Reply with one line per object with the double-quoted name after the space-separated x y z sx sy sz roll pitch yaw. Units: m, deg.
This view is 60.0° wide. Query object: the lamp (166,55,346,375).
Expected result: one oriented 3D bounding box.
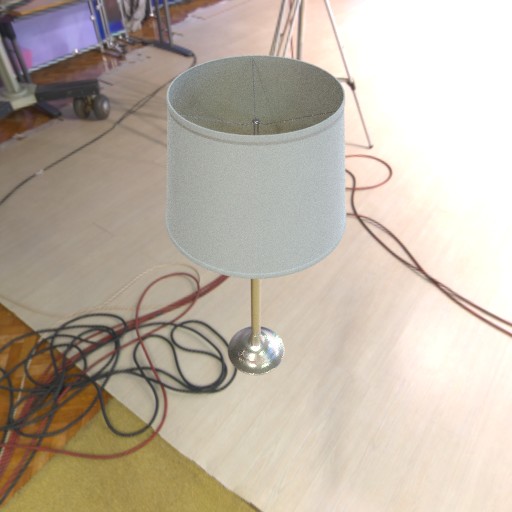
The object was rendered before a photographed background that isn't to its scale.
0.000 0.000 0.902 0.331 0.698 0.331 0 45 0 "lamp"
